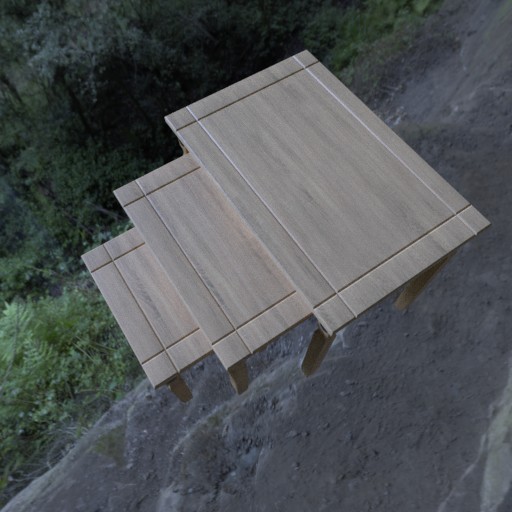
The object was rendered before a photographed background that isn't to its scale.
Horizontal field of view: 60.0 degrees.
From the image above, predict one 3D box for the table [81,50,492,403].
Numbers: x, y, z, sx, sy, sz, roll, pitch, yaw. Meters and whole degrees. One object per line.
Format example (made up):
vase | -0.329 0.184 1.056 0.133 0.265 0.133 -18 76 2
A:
table | 0.000 0.000 1.209 0.773 0.535 0.660 -31 67 -15
